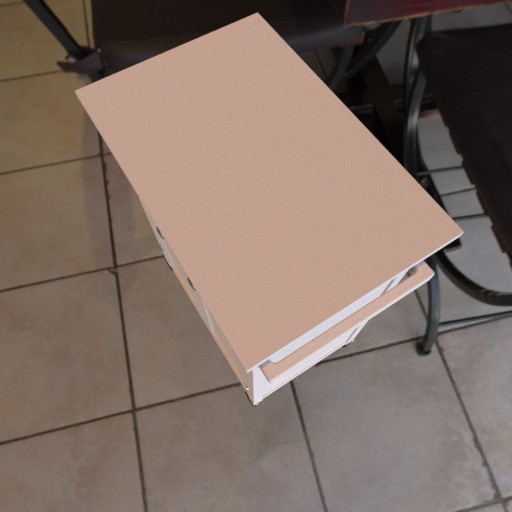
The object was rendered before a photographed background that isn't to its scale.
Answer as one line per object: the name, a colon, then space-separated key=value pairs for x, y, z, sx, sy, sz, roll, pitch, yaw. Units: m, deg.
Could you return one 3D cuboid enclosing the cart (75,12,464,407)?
cart: x=0.000 y=0.000 z=1.222 sx=0.442 sy=0.864 sz=0.683 roll=-30 pitch=69 yaw=-13
